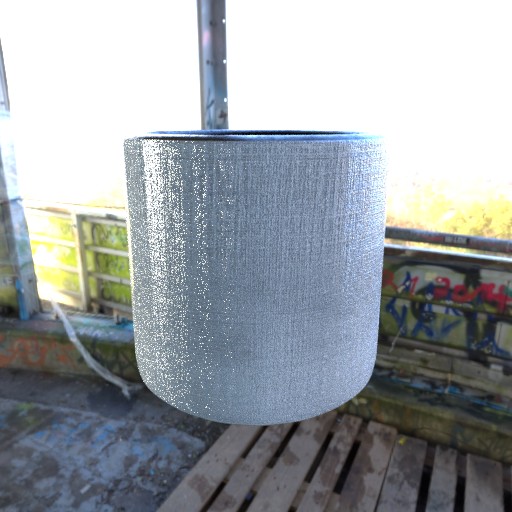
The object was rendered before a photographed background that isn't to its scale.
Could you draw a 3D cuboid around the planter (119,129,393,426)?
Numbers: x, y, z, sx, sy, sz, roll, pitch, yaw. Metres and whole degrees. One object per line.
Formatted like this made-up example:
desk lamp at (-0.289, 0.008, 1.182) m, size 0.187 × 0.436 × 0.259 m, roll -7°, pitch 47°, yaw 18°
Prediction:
planter at (0.000, 0.000, 0.288) m, size 0.160 × 0.156 × 0.160 m, roll 0°, pitch 17°, yaw 0°
